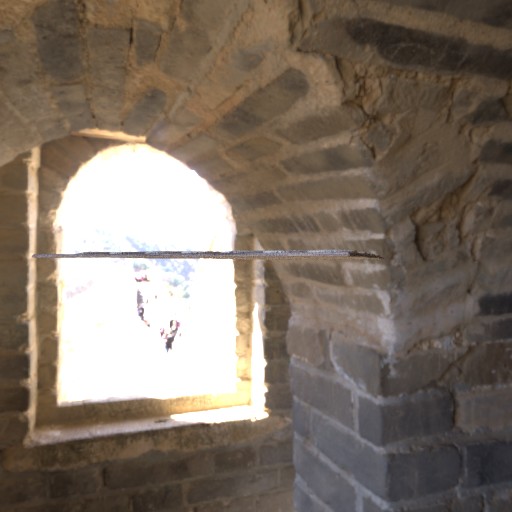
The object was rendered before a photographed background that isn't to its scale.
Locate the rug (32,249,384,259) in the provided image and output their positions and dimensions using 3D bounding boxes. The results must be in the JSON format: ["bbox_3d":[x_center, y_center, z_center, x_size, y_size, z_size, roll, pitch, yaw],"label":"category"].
[{"bbox_3d":[0.000,0.000,2.374,1.222,0.030,1.823,0,-1,19],"label":"rug"}]
